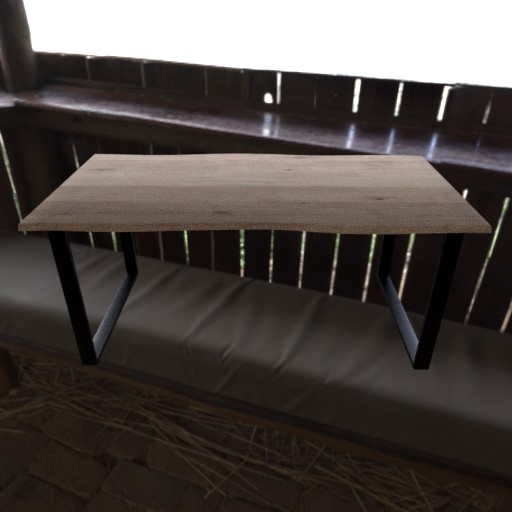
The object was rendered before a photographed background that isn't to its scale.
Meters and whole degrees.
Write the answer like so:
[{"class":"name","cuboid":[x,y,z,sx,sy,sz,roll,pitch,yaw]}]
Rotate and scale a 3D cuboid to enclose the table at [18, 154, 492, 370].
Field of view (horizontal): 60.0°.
[{"class":"table","cuboid":[0.000,0.000,2.246,1.800,0.780,0.900,1,30,1]}]
